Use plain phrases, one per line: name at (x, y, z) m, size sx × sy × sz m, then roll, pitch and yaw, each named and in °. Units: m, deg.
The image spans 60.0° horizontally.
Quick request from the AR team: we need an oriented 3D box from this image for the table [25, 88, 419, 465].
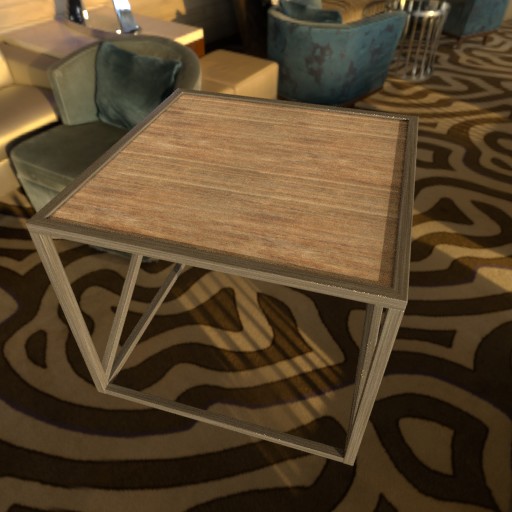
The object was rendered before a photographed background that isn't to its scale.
table at (0.000, 0.000, 1.049) m, size 0.609 × 0.507 × 0.611 m, roll 11°, pitch 43°, yaw 12°
